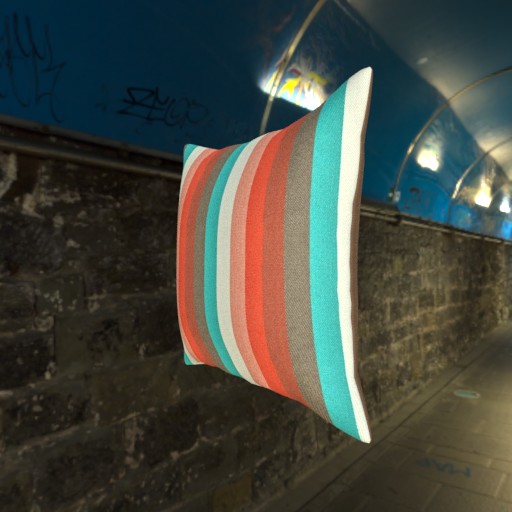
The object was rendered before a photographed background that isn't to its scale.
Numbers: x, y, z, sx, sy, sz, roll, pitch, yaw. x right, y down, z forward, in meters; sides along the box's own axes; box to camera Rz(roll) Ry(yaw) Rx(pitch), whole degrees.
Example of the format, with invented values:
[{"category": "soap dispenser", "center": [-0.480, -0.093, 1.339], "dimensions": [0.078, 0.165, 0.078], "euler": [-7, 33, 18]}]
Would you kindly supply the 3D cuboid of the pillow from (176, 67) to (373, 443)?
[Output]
[{"category": "pillow", "center": [0.000, 0.000, 0.700], "dimensions": [0.168, 0.443, 0.453], "euler": [0, 0, -37]}]
